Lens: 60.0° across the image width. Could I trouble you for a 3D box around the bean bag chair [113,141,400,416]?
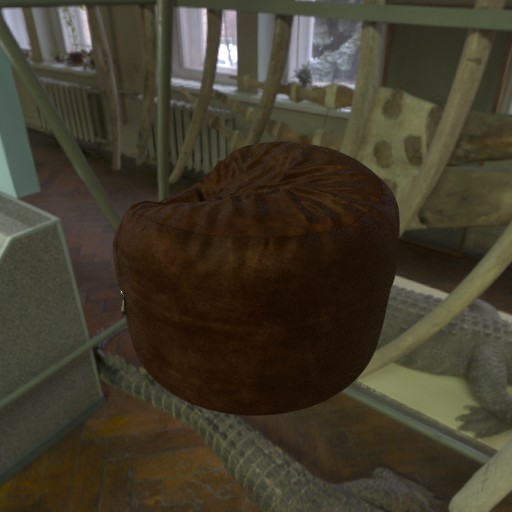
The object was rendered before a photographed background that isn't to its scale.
[{"bbox_3d":[0.000,0.000,1.512,0.918,0.616,0.918,0,31,0],"label":"bean bag chair"}]
